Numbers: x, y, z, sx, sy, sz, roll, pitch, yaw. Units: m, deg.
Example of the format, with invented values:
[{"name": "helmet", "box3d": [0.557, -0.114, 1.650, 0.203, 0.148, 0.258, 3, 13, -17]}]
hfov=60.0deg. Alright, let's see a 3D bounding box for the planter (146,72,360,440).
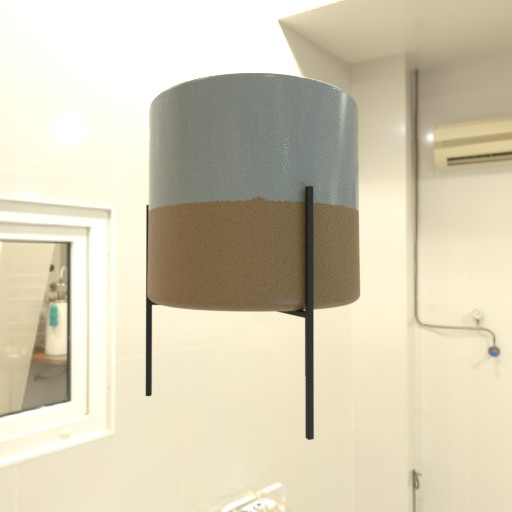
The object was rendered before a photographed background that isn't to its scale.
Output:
[{"name": "planter", "box3d": [0.000, 0.000, 0.751, 0.348, 0.480, 0.360, -1, -1, 36]}]
